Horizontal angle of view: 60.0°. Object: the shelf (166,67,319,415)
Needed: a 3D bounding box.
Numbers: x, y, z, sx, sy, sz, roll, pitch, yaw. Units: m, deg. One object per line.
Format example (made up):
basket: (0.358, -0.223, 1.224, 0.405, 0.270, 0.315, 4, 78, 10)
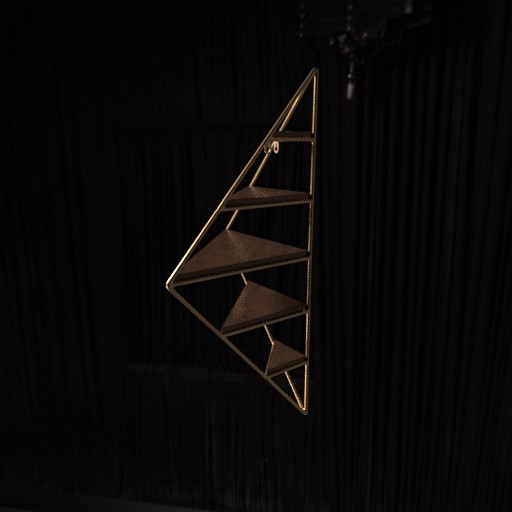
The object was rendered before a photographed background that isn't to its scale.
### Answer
shelf: (0.000, 0.000, 1.162, 0.294, 0.913, 0.564, 2, 14, 8)
